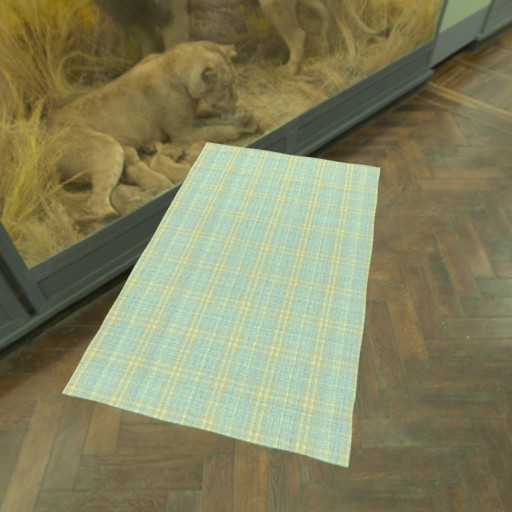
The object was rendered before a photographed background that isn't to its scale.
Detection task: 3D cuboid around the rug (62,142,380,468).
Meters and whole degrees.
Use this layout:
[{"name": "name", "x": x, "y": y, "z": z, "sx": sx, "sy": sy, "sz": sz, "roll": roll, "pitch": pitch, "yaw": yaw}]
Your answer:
[{"name": "rug", "x": 0.000, "y": 0.000, "z": 3.056, "sx": 1.545, "sy": 0.016, "sz": 2.460, "roll": 11, "pitch": 49, "yaw": 10}]
